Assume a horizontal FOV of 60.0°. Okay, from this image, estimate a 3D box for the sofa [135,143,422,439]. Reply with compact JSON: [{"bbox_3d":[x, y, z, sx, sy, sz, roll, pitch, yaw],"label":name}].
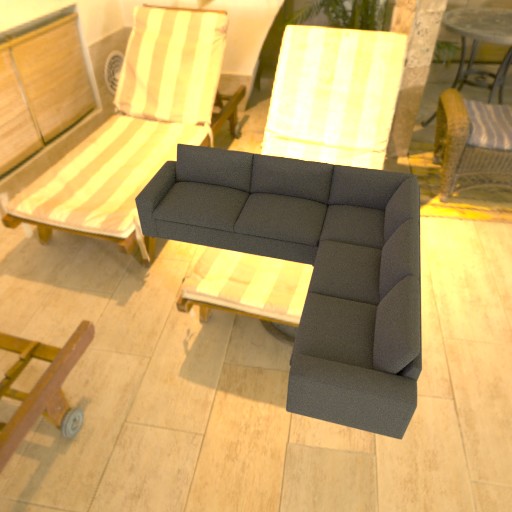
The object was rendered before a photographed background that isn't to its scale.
[{"bbox_3d":[0.000,0.000,4.741,3.277,0.965,2.895,10,43,11],"label":"sofa"}]
